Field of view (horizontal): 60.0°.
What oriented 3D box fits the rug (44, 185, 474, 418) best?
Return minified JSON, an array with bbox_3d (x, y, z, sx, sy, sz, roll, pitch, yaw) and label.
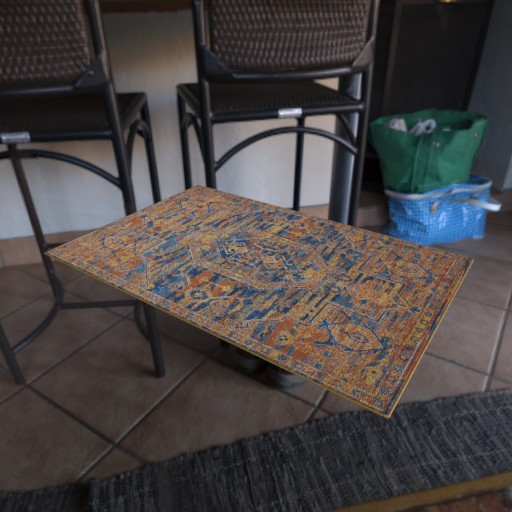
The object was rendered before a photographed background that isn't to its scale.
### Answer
[{"bbox_3d":[0.000,0.000,2.159,1.758,0.013,1.148,19,35,30],"label":"rug"}]
